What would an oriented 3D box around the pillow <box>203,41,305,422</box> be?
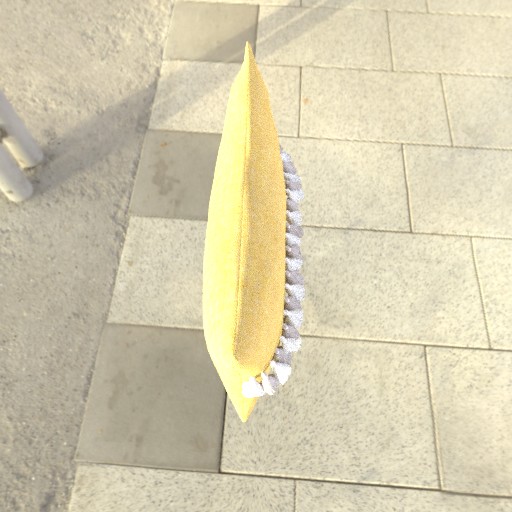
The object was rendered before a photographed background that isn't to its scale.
[{"bbox_3d":[0.000,0.000,0.751,0.167,0.481,0.485,1,64,1],"label":"pillow"}]
